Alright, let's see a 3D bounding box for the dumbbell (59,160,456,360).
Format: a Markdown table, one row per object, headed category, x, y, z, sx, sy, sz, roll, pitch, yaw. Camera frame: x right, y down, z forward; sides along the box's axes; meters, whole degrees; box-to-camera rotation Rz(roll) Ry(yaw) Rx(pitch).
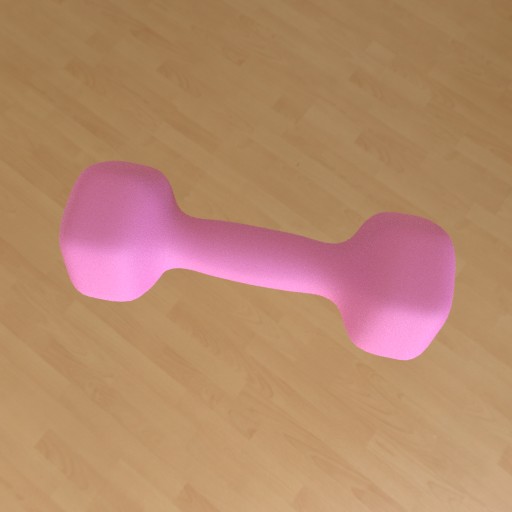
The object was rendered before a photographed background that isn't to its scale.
| category | x | y | z | sx | sy | sz | roll | pitch | yaw |
| --- | --- | --- | --- | --- | --- | --- | --- | --- | --- |
| dumbbell | 0.000 | 0.000 | 0.192 | 0.159 | 0.058 | 0.064 | 12 | 76 | 3 |
